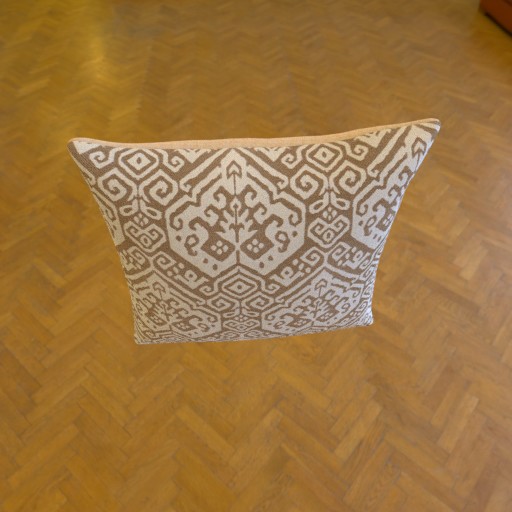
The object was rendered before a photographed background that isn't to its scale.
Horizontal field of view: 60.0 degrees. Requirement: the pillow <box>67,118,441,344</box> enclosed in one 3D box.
[{"bbox_3d":[0.000,0.000,0.631,0.419,0.407,0.173,-4,48,-4],"label":"pillow"}]
